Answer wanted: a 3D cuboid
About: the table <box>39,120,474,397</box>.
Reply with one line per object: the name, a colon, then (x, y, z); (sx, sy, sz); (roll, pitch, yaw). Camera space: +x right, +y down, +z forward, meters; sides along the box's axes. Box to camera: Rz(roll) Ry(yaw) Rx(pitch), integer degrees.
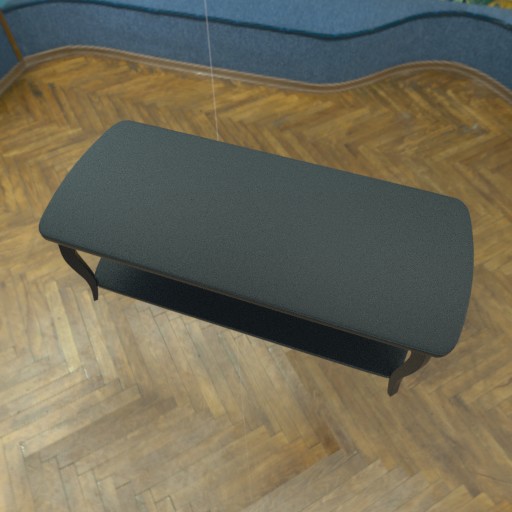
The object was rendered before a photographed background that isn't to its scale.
table: (0.000, 0.000, 1.594); (1.333, 0.457, 0.571); (16, 58, 10)
